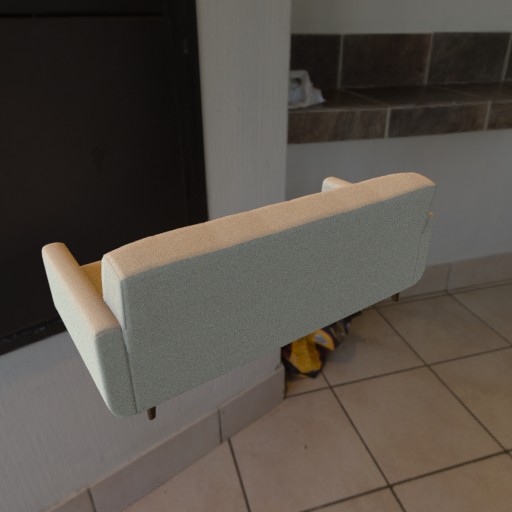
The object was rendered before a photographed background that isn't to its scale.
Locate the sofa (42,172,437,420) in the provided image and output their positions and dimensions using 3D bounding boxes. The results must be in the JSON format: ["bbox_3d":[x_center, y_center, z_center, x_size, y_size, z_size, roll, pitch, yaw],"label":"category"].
[{"bbox_3d":[0.000,0.000,2.622,2.137,0.892,0.980,-18,33,-30],"label":"sofa"}]
